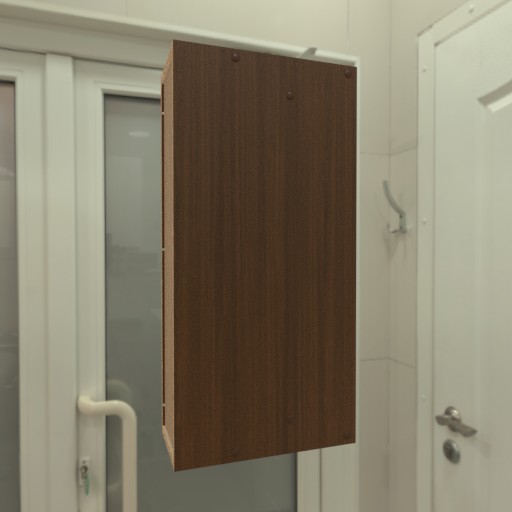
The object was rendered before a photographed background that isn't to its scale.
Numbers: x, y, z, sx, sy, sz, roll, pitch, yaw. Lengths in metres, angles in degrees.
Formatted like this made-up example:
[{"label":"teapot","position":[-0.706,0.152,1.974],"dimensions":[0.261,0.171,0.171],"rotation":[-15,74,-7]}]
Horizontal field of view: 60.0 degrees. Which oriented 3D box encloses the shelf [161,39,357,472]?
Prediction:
[{"label":"shelf","position":[0.000,0.000,0.729],"dimensions":[0.290,0.600,0.147],"rotation":[0,1,-19]}]
